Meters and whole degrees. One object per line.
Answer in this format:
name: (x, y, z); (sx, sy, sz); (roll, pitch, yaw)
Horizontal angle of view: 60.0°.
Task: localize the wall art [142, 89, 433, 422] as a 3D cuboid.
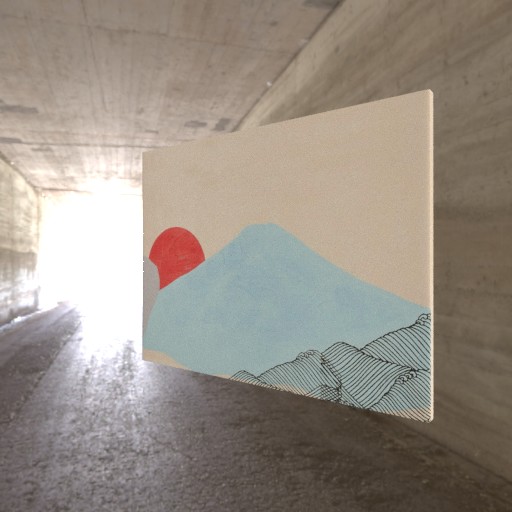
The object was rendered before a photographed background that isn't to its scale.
wall art: (0.000, 0.000, 1.594); (1.219, 0.912, 0.042); (0, 0, 37)
